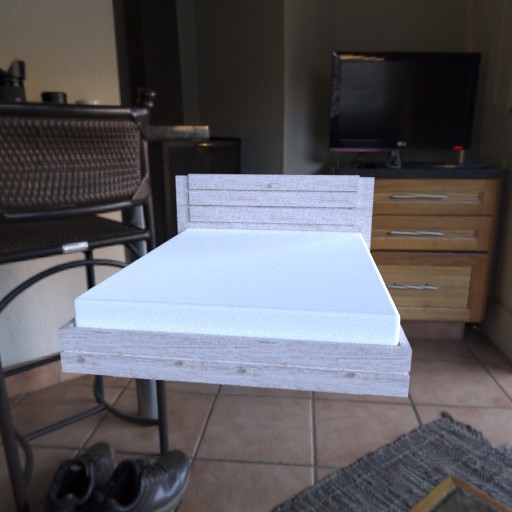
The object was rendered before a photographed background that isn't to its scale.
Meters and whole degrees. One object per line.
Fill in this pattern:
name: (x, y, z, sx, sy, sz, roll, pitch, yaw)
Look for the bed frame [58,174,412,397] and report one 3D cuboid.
bed frame: (0.000, 0.000, 3.021, 1.750, 0.970, 2.080, 2, 14, 8)
